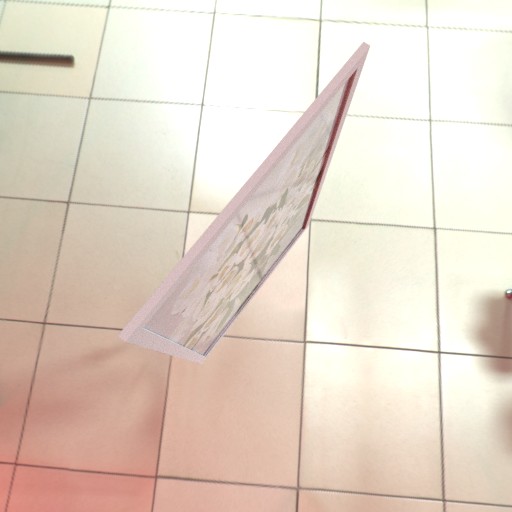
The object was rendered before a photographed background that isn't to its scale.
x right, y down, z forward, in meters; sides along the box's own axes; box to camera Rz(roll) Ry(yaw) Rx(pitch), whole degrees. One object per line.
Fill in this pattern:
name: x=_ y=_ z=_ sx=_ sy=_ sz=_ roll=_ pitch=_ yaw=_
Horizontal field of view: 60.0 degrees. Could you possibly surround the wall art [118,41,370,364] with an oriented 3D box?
wall art: x=0.000 y=0.000 z=1.193 sx=0.015 sy=0.965 sz=0.660 roll=36 pitch=77 yaw=9
